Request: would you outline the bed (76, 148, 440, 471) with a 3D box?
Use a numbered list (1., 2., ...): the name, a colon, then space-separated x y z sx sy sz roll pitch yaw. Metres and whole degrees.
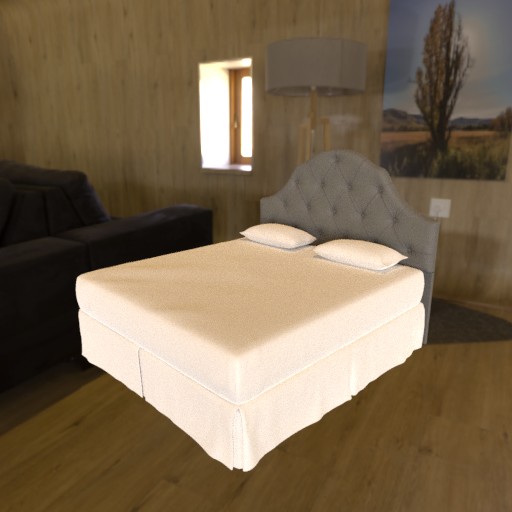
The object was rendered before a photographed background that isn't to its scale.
1. bed: 0.000 0.000 3.524 2.214 1.615 2.008 -15 21 -43
